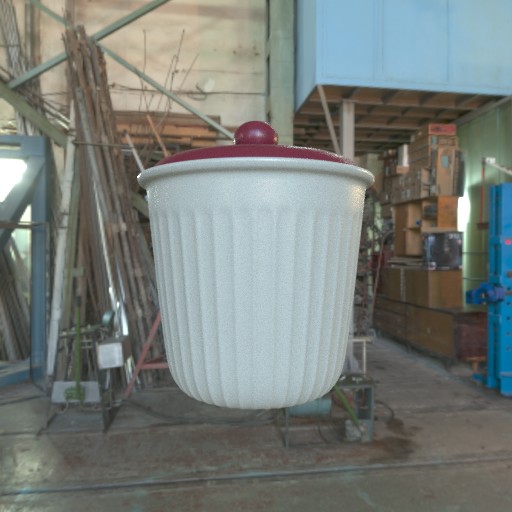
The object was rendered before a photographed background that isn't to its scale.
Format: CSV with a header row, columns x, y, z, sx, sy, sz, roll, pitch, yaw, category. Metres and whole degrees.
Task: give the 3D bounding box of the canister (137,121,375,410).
x,y,z,sx,sy,sz,roll,pitch,yaw,category
0.000,0.000,0.351,0.181,0.211,0.181,0,1,0,canister
